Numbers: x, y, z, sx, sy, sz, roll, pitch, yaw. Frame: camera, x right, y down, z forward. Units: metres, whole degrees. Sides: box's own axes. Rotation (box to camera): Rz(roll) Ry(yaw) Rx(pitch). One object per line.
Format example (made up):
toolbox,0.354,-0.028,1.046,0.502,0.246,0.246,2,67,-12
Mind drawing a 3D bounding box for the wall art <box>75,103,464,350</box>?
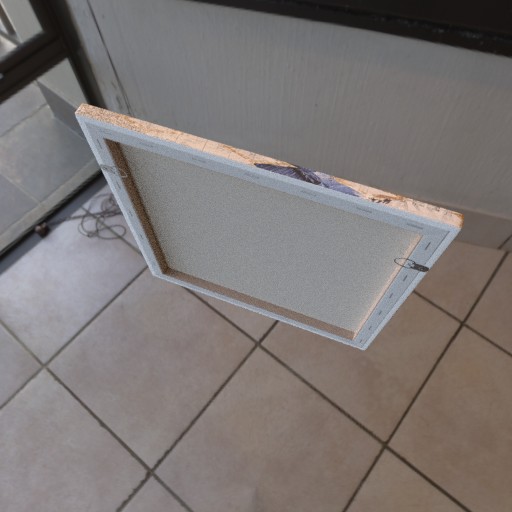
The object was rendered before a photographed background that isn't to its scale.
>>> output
wall art,0.000,0.000,1.388,0.912,0.914,0.039,18,64,9
